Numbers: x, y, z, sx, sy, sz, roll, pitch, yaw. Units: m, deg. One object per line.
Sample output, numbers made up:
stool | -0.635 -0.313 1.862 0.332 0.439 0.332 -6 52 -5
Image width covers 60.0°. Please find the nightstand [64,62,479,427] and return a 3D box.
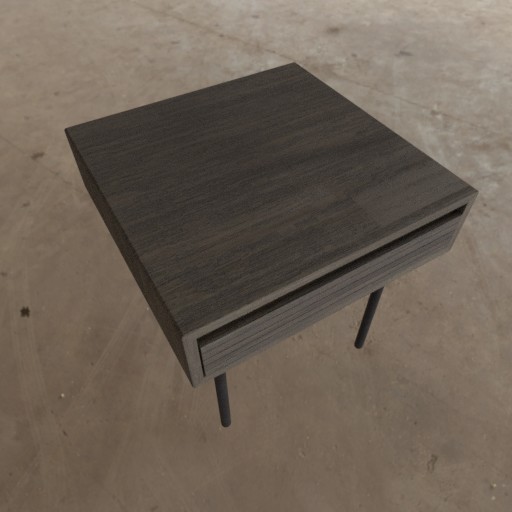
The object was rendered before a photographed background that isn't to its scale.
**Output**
nightstand | 0.000 0.000 0.922 0.502 0.497 0.503 -24 53 -20
